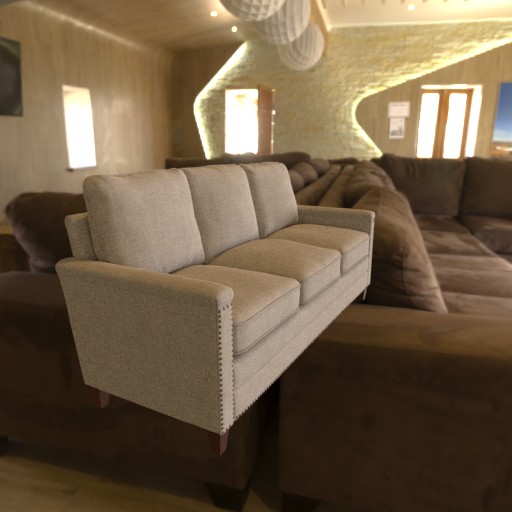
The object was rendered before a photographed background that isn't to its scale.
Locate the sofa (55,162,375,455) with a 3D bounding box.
[{"bbox_3d":[0.000,0.000,2.412,0.828,0.959,1.925,8,17,28],"label":"sofa"}]
